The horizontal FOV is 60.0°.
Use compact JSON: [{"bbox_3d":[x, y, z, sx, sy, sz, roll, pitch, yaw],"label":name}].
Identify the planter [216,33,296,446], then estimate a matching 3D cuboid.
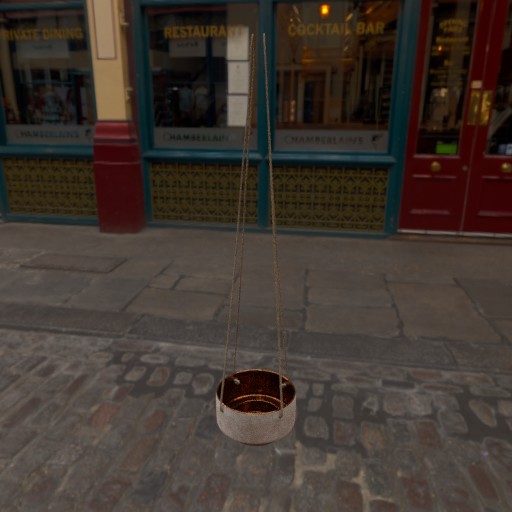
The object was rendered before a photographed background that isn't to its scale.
[{"bbox_3d":[0.000,0.000,1.130,0.223,1.030,0.223,3,16,9],"label":"planter"}]
